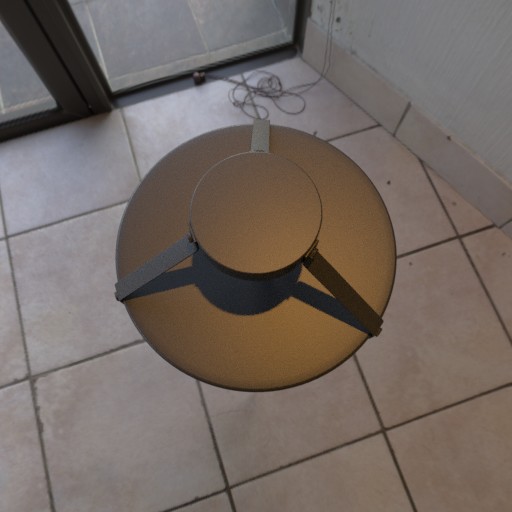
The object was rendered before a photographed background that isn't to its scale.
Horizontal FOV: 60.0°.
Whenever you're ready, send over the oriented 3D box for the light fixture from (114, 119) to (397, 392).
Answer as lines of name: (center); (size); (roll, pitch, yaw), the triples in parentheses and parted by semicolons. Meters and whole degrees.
light fixture: (0.000, 0.000, 0.514); (0.304, 0.269, 0.304); (0, 73, 0)
